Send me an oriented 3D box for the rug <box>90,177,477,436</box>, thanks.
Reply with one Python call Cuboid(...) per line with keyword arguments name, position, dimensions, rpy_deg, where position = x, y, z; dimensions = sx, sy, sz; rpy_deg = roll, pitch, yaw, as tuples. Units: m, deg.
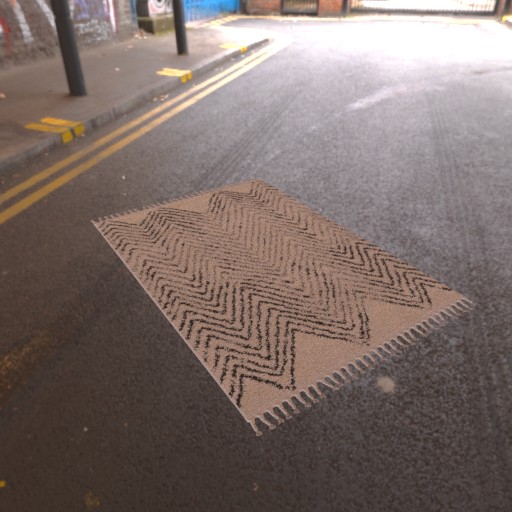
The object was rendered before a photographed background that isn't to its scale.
Cuboid(name="rug", position=(0.000, 0.000, 2.378), dimensions=(1.230, 0.014, 1.847), rpy_deg=(-20, 38, -28))
